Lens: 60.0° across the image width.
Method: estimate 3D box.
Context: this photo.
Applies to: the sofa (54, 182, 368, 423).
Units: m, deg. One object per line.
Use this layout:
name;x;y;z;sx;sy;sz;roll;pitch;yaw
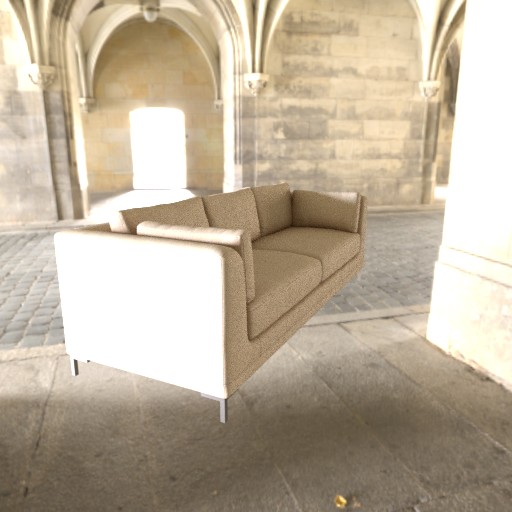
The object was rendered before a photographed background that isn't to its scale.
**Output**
sofa;0.000;0.000;3.034;0.969;0.867;2.415;7;15;26
